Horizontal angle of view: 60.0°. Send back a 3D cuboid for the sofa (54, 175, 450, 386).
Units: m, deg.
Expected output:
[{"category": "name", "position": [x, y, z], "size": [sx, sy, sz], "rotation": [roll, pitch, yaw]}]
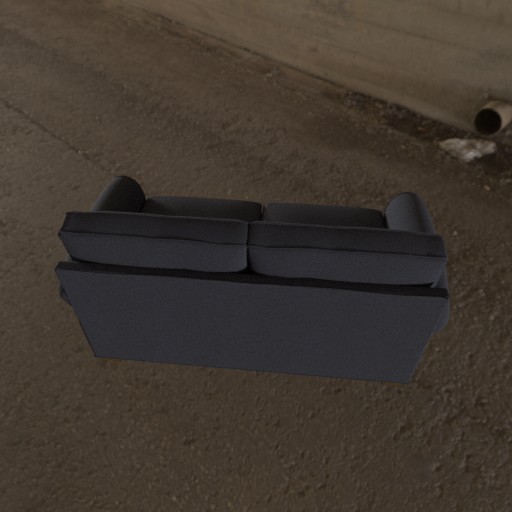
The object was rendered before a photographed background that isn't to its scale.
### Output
[{"category": "sofa", "position": [0.000, 0.000, 2.525], "size": [2.009, 1.031, 0.951], "rotation": [4, 46, 4]}]
